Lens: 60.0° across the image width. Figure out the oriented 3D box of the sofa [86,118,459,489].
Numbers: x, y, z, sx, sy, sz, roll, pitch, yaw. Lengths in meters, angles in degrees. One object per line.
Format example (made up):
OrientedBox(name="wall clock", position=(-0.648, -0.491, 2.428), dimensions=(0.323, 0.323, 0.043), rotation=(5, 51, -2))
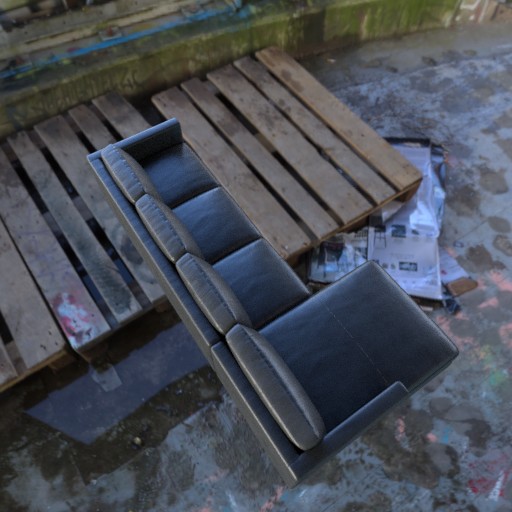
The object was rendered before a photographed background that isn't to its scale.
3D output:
OrientedBox(name="sofa", position=(0.000, 0.000, 3.809), dimensions=(1.581, 0.883, 3.203), rotation=(-30, 63, -17))
